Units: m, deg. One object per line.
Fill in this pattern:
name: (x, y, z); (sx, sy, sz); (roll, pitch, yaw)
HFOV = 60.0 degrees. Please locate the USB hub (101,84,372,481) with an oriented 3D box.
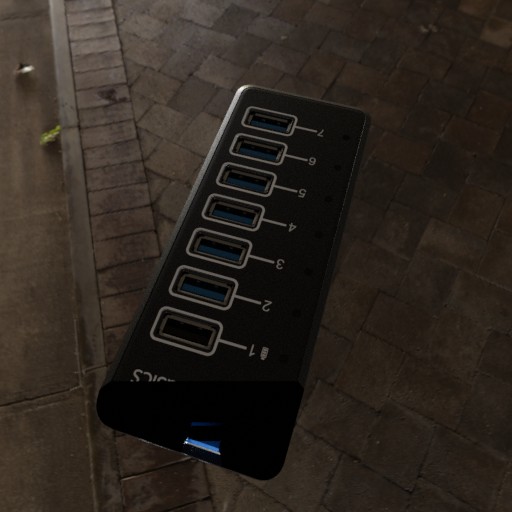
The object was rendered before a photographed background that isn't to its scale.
USB hub: (0.000, 0.000, 0.128); (0.044, 0.023, 0.110); (15, 64, 8)
